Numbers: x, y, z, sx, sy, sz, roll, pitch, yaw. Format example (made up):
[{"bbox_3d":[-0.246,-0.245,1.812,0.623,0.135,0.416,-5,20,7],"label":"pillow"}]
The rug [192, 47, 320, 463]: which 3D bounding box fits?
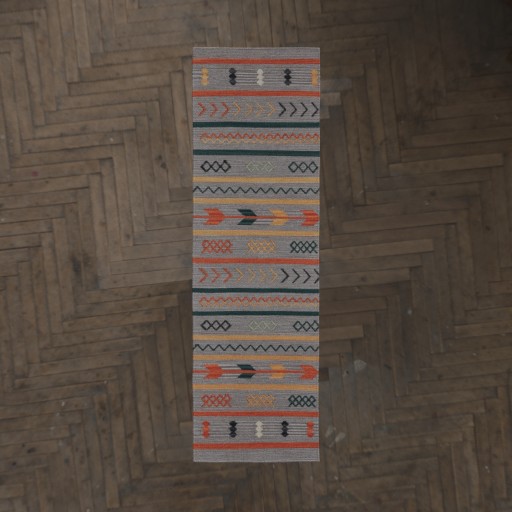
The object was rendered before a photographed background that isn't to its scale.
[{"bbox_3d":[0.000,0.000,2.582,0.744,0.022,2.419,0,91,-1],"label":"rug"}]
